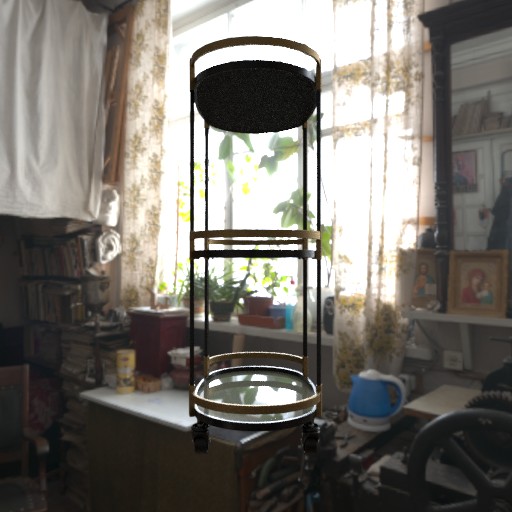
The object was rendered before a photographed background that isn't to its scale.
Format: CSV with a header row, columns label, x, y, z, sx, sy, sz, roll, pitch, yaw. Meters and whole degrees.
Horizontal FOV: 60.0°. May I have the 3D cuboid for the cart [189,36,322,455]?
label,x,y,z,sx,sy,sz,roll,pitch,yaw
cart,0.000,0.000,1.143,0.311,0.885,0.515,0,0,0
